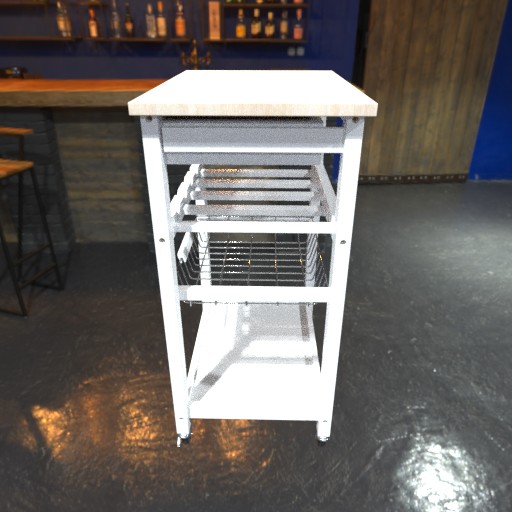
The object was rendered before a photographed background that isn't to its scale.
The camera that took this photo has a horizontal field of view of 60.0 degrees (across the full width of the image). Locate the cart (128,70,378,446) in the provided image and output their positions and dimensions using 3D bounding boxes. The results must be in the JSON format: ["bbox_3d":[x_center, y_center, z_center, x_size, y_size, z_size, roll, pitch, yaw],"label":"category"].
[{"bbox_3d":[0.000,0.000,1.169,0.406,0.857,0.578,1,28,1],"label":"cart"}]
